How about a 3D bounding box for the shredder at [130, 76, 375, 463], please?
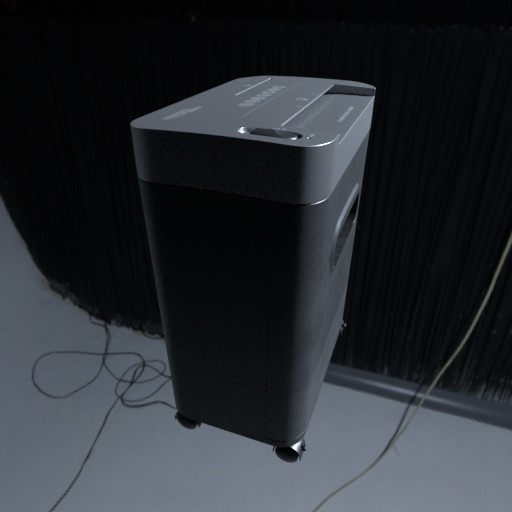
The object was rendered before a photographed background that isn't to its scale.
[{"bbox_3d":[0.000,0.000,0.605,0.237,0.419,0.311,11,32,18],"label":"shredder"}]
